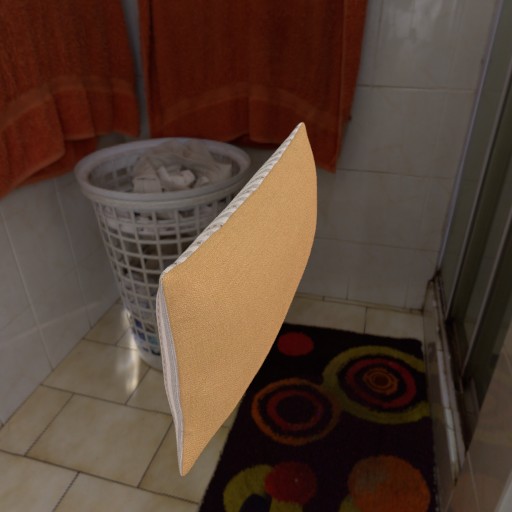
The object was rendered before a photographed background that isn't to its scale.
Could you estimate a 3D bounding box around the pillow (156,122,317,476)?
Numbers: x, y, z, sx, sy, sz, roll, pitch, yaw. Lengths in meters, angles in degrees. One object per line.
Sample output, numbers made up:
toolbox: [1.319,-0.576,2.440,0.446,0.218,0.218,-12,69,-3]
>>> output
pillow: [0.000,0.000,0.722,0.151,0.291,0.608,9,31,15]
